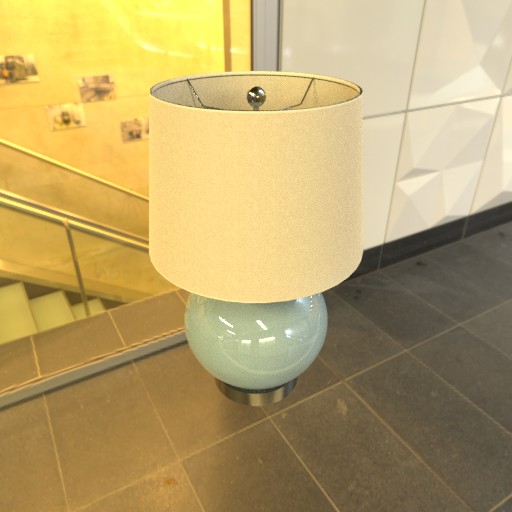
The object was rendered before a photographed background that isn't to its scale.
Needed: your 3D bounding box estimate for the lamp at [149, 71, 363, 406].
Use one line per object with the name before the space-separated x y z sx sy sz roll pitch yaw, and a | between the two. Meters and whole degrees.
lamp | 0.000 0.000 0.533 0.247 0.387 0.247 0 31 0
